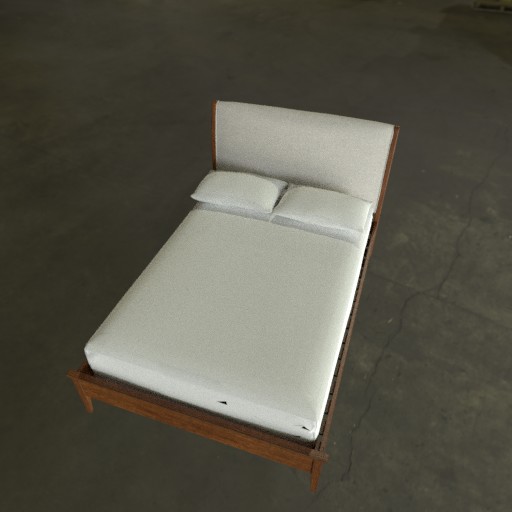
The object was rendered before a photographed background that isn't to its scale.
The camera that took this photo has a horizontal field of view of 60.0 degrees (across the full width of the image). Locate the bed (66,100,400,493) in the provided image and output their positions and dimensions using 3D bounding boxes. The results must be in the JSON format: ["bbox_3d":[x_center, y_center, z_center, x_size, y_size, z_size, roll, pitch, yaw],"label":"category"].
[{"bbox_3d":[0.000,0.000,3.200,1.612,1.250,2.380,13,43,14],"label":"bed"}]
